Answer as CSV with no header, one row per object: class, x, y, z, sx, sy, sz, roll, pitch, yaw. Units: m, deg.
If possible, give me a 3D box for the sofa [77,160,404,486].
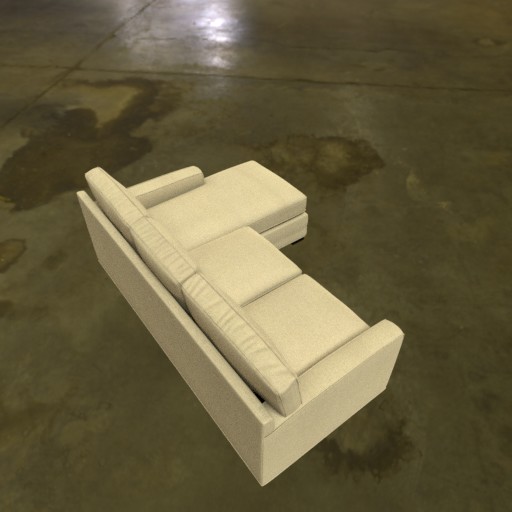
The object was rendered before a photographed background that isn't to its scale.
sofa,0.000,0.000,2.883,1.496,0.861,2.087,-27,49,-27
